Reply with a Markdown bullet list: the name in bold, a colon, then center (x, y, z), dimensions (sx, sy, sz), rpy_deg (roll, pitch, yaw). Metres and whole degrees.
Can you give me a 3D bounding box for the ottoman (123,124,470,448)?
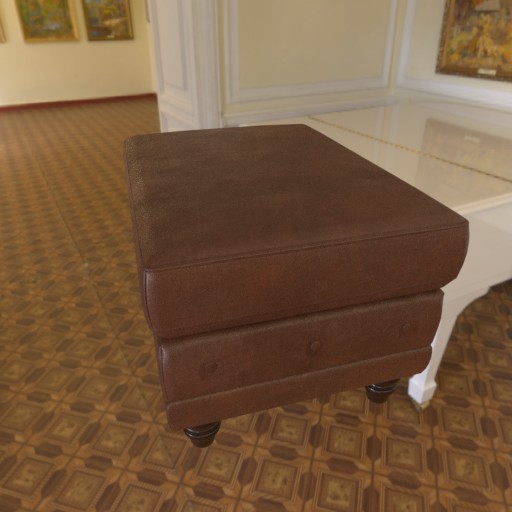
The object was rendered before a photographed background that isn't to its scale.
- **ottoman**: center (0.000, 0.000, 1.146), dimensions (0.588, 0.509, 0.795), rpy_deg (-8, 30, -14)
